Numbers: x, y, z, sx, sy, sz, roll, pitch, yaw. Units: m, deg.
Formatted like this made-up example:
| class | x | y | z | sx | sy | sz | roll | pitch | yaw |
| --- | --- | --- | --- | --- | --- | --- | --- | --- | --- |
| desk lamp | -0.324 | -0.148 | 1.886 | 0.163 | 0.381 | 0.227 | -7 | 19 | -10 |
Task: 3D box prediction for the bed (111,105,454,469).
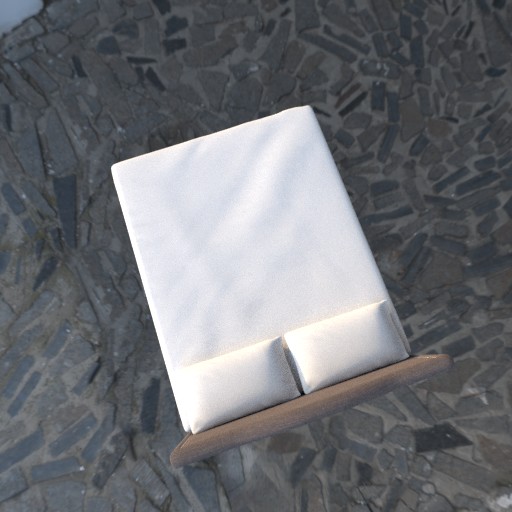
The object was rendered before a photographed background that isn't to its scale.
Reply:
| class | x | y | z | sx | sy | sz | roll | pitch | yaw |
| --- | --- | --- | --- | --- | --- | --- | --- | --- | --- |
| bed | 0.000 | 0.000 | 3.898 | 2.161 | 1.457 | 2.689 | -18 | 77 | -4 |
